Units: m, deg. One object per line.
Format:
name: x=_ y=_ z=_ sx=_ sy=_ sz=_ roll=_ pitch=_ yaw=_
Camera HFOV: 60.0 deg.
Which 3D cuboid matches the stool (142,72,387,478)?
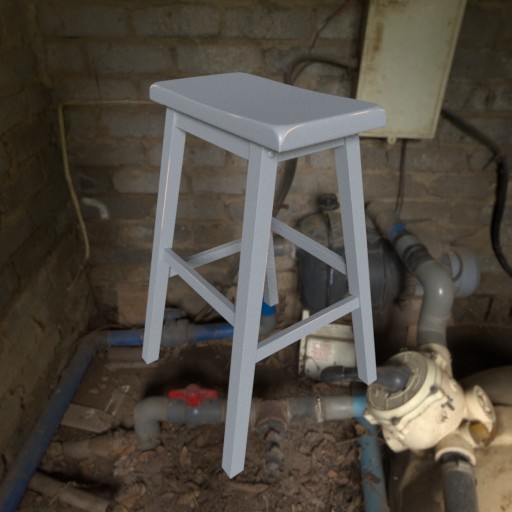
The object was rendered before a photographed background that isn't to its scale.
stool: x=0.000 y=0.000 z=1.046 sx=0.476 sy=0.737 sz=0.457 roll=-21 pitch=37 yaw=-31
